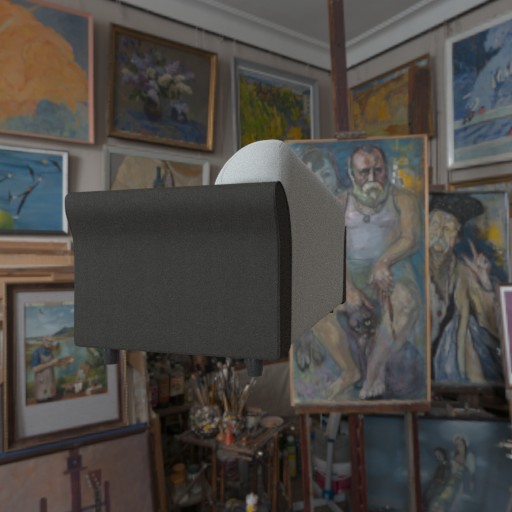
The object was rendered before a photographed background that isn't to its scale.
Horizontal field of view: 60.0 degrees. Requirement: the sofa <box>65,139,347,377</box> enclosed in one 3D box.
[{"bbox_3d":[0.000,0.000,2.357,0.755,0.787,2.001,0,0,17],"label":"sofa"}]
